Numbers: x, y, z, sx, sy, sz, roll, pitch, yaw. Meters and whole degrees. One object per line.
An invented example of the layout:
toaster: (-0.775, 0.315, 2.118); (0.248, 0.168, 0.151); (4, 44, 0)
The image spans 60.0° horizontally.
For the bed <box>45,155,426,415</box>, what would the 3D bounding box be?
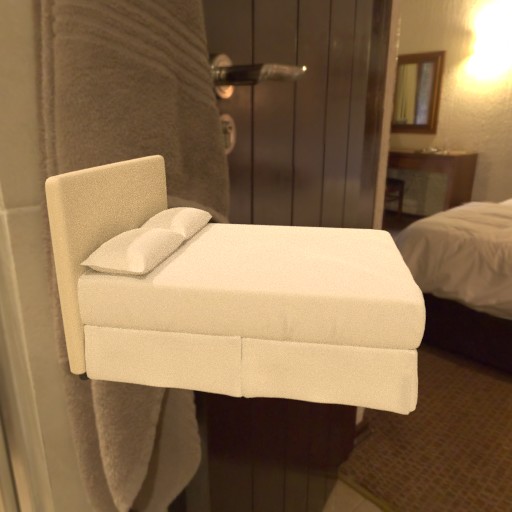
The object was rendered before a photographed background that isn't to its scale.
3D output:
bed: (0.000, 0.000, 3.270); (2.147, 1.330, 1.714); (3, 17, 9)
